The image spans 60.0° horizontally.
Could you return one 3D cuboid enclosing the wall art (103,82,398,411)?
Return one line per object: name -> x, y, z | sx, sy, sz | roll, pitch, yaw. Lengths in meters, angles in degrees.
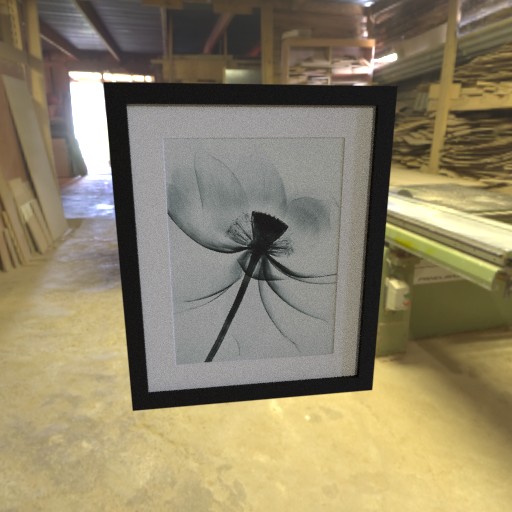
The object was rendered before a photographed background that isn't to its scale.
wall art -> 0.000, 0.000, 0.773 | 0.457, 0.559, 0.029 | -2, 16, -8
